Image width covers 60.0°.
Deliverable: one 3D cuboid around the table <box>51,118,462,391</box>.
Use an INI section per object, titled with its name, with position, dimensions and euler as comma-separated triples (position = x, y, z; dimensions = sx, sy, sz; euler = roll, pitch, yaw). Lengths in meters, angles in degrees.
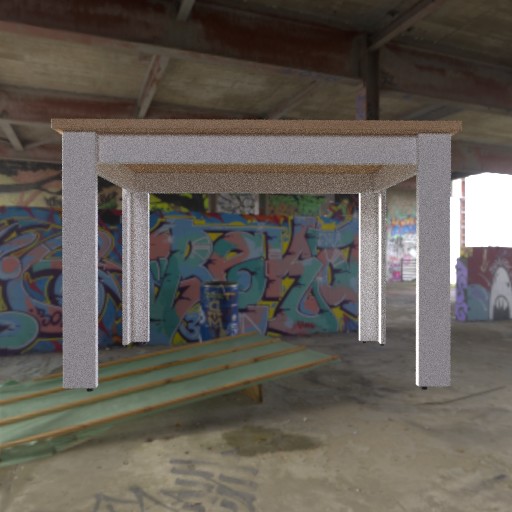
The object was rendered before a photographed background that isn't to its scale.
[table]
position = 0.000, 0.000, 1.538
dimensions = 1.100, 0.734, 0.700
euler = 0, 0, -1
